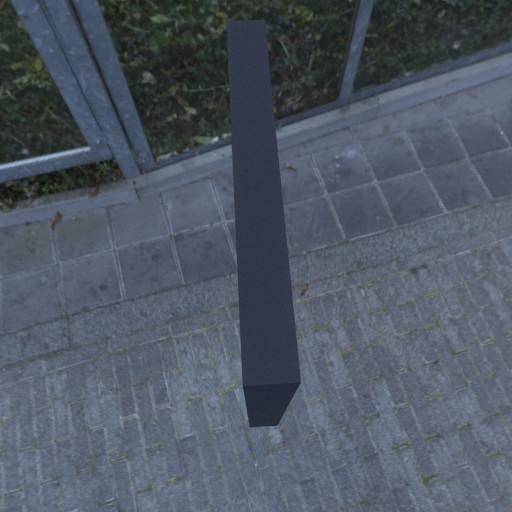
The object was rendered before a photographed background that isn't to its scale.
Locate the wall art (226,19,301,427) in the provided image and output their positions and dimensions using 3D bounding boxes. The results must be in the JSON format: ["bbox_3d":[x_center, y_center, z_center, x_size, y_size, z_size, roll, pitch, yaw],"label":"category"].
[{"bbox_3d":[0.000,0.000,0.454,0.033,0.304,0.305,-3,65,-1],"label":"wall art"}]
